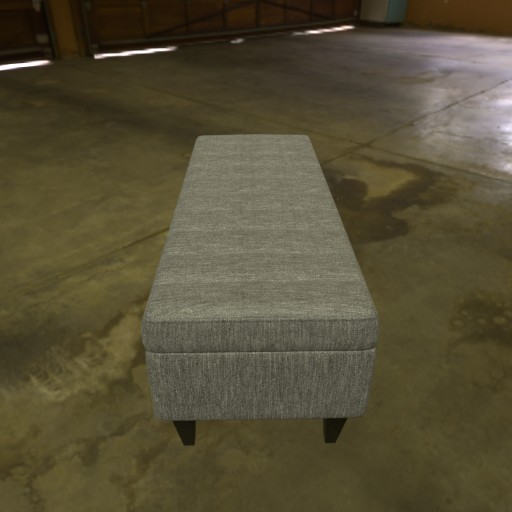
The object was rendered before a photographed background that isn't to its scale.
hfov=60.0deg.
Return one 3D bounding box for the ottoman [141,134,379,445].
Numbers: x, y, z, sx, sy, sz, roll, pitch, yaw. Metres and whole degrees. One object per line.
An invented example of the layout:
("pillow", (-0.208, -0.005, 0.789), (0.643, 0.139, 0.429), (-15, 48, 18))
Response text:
("ottoman", (0.000, 0.000, 1.441), (0.482, 0.469, 1.151), (-1, 32, -1))
